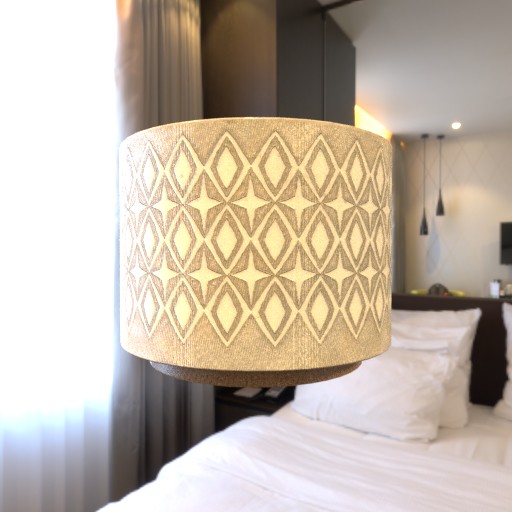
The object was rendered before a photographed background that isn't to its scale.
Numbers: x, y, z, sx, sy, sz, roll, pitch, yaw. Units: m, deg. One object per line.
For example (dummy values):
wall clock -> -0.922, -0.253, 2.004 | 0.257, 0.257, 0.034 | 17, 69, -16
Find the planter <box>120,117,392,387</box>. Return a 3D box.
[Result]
planter -> 0.000, 0.000, 0.318 | 0.186, 0.144, 0.186 | 0, 1, 0
